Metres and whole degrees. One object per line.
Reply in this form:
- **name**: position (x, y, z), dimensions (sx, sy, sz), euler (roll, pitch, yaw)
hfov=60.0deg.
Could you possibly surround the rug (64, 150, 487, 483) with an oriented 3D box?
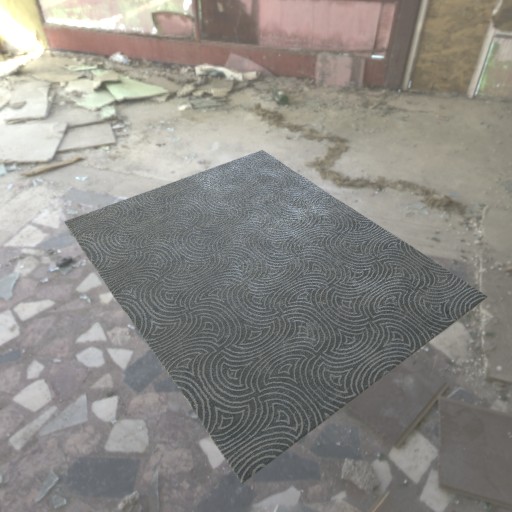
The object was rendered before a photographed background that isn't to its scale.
- **rug**: position (0.000, 0.000, 3.980), dimensions (2.456, 0.021, 3.042), euler (-26, 48, -26)
